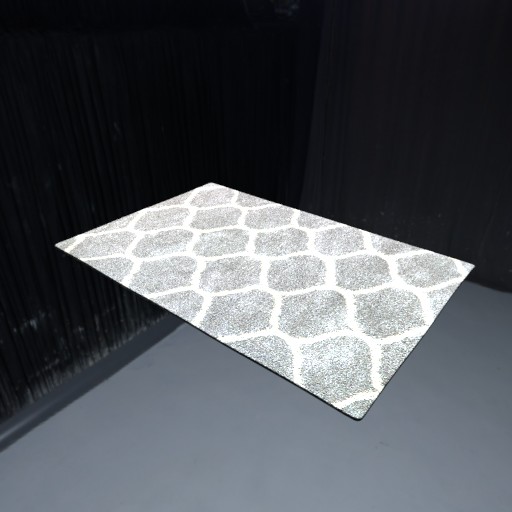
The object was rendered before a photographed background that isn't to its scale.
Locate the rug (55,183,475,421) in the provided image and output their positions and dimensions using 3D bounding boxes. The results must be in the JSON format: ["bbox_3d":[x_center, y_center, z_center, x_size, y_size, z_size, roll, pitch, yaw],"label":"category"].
[{"bbox_3d":[0.000,0.000,3.395,2.701,0.026,1.801,22,37,33],"label":"rug"}]
